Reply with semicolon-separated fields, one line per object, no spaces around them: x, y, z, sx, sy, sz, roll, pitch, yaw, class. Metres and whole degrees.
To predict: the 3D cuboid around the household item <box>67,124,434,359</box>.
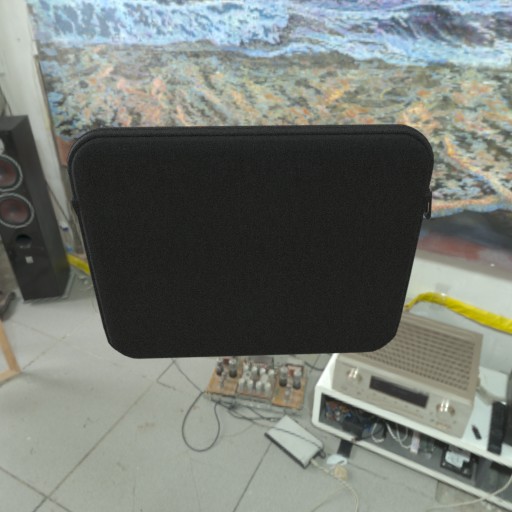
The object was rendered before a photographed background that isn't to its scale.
0.000;0.000;0.524;0.396;0.305;0.030;-1;31;-2;household item
